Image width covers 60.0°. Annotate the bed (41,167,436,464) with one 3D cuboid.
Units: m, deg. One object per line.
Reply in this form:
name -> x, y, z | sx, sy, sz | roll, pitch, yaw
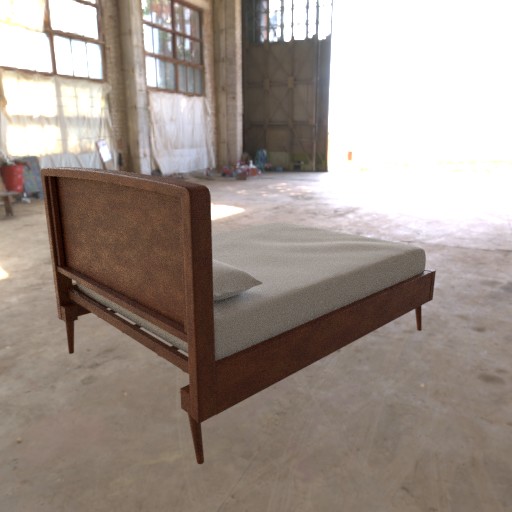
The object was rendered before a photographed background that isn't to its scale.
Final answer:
bed -> 0.000, 0.000, 3.087 | 2.196, 1.275, 1.587 | -14, 20, -42
